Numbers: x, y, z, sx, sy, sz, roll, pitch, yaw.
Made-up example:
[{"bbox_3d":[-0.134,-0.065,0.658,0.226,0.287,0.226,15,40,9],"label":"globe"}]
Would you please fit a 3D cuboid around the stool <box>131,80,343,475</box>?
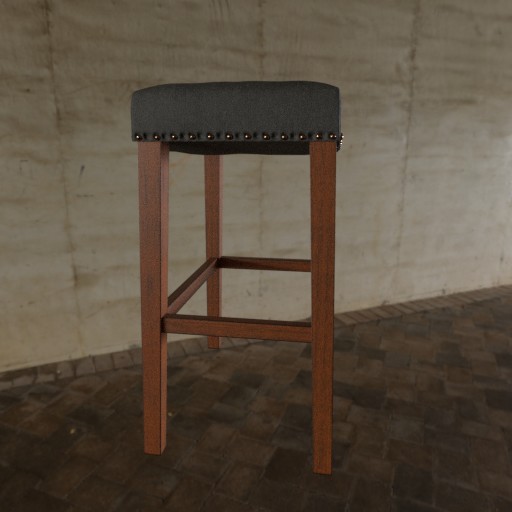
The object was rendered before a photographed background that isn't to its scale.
[{"bbox_3d":[0.000,0.000,0.875,0.320,0.612,0.439,2,14,9],"label":"stool"}]
